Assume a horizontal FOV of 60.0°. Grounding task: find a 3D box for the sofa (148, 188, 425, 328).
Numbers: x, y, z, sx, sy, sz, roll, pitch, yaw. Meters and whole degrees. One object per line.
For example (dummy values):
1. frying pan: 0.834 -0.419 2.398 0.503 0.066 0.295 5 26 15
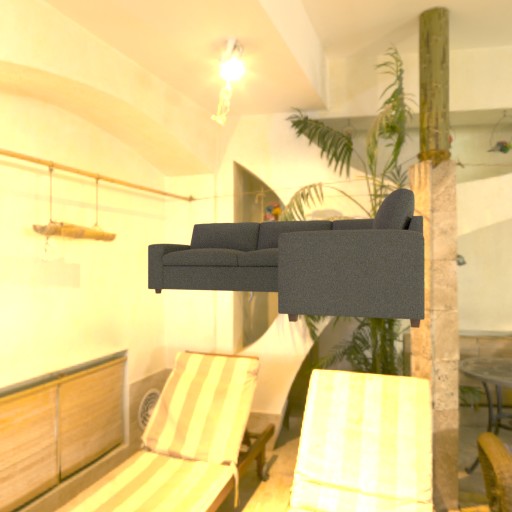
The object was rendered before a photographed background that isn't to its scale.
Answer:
1. sofa: 0.000 0.000 4.744 3.277 0.965 2.895 0 0 19
